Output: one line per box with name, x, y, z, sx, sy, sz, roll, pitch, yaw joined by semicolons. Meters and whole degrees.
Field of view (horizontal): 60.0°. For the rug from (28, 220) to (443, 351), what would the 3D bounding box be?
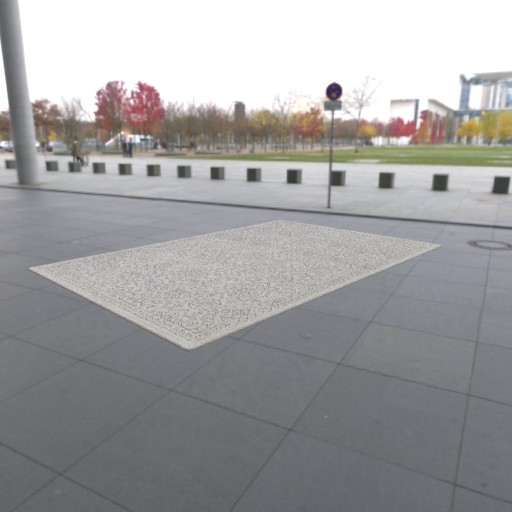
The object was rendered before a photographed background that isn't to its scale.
rug;0.000;0.000;2.884;1.524;0.011;2.286;14;20;42
